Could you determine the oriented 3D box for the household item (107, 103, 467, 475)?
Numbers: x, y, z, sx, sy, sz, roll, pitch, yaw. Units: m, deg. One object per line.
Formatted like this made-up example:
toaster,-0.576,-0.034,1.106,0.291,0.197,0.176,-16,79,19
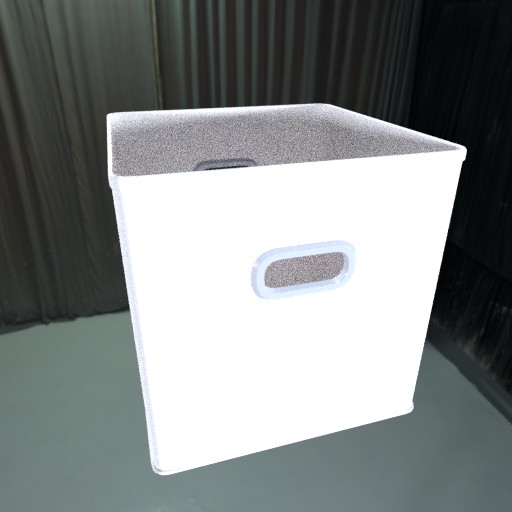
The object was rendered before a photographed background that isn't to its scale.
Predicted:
household item,0.000,0.000,0.539,0.305,0.305,0.305,-8,28,-15
